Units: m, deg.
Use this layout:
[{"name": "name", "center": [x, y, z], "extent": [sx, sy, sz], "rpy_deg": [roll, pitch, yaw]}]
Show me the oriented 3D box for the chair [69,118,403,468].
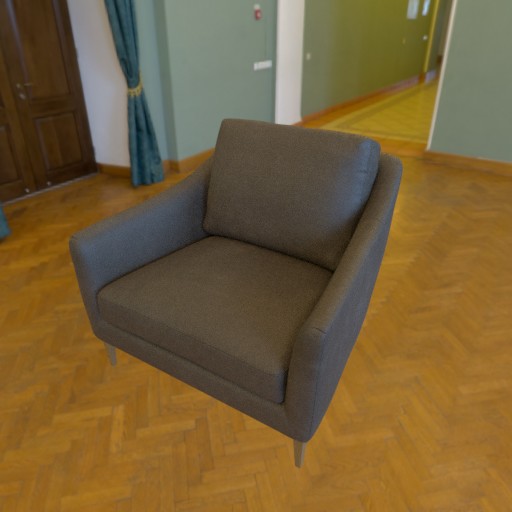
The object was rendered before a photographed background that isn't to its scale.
[{"name": "chair", "center": [0.000, 0.000, 1.723], "extent": [0.988, 0.901, 0.961], "rpy_deg": [17, 34, 28]}]
